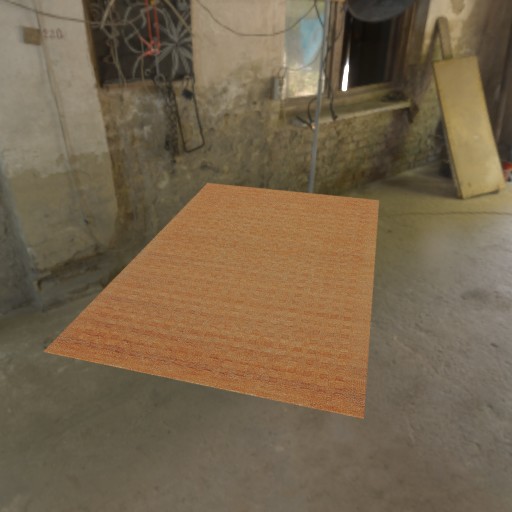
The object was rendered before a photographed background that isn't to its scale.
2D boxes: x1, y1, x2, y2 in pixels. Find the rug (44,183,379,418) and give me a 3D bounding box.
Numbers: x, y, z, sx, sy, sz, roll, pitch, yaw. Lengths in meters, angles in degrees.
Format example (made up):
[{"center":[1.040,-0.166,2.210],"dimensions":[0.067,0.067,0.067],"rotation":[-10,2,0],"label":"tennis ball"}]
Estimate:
[{"center":[0.000,0.000,2.934],"dimensions":[1.524,0.006,2.285],"rotation":[8,32,13],"label":"rug"}]
